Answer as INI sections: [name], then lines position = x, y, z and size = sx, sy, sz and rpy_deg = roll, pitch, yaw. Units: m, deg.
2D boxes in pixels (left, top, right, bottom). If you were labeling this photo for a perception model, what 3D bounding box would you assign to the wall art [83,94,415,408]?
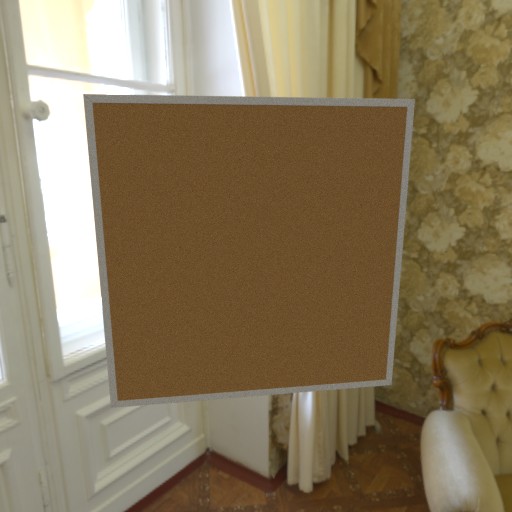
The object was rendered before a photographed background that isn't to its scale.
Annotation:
[wall art]
position = 0.000, 0.000, 0.451
size = 0.304, 0.304, 0.024
rpy_deg = -2, 14, -8
